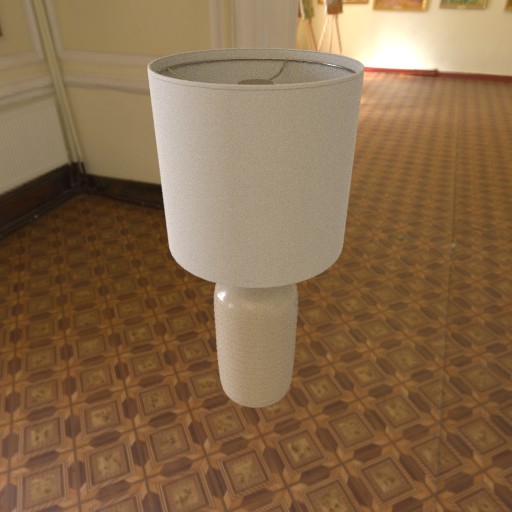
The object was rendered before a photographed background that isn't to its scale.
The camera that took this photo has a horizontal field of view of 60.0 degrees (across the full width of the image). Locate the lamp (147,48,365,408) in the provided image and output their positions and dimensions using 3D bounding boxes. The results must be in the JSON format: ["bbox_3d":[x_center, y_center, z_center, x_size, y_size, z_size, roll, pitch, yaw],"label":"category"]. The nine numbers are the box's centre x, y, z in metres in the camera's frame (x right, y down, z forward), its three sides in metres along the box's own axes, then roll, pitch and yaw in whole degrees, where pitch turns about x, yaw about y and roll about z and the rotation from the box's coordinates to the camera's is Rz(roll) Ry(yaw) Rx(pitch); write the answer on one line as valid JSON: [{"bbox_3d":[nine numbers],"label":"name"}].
[{"bbox_3d":[0.000,0.000,0.587,0.220,0.475,0.220,20,38,29],"label":"lamp"}]
